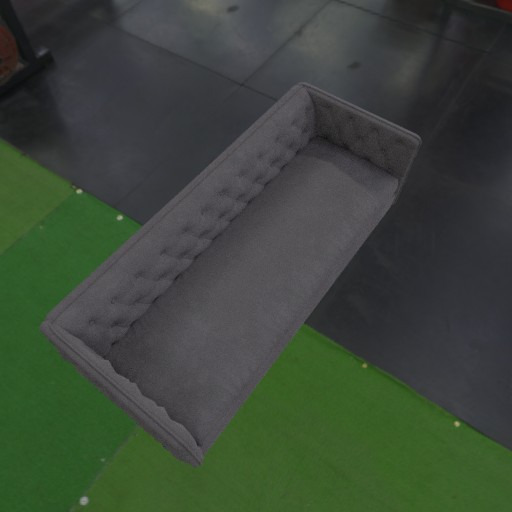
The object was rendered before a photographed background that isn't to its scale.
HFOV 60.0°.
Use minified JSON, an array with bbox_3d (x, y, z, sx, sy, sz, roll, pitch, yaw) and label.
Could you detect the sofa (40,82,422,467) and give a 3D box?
[{"bbox_3d":[0.000,0.000,2.633,0.895,0.771,2.209,33,64,18],"label":"sofa"}]
